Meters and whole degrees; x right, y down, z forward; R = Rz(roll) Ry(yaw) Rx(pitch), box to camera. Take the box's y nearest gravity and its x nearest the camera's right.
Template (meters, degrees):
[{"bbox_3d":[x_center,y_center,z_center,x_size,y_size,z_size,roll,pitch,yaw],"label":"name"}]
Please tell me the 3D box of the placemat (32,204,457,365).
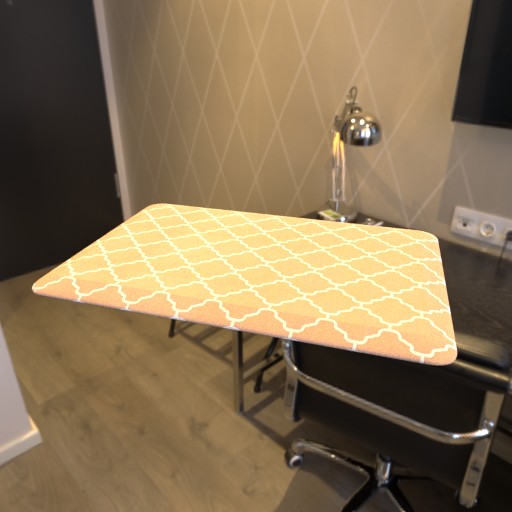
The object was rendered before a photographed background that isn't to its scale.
[{"bbox_3d":[0.000,0.000,0.949,0.762,0.021,0.508,7,27,15],"label":"placemat"}]
